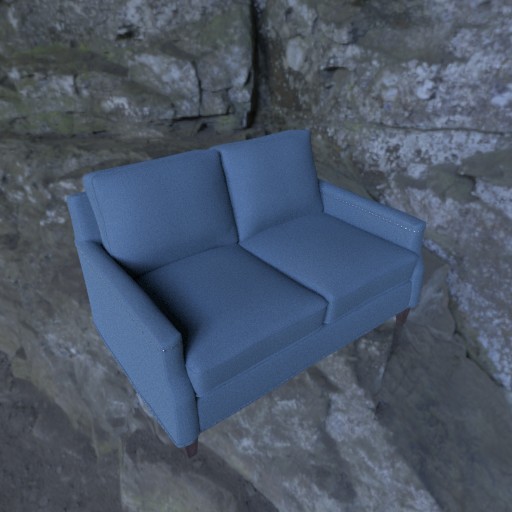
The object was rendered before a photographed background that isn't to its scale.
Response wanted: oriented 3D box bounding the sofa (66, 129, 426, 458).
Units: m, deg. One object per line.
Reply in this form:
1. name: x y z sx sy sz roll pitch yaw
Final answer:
1. sofa: 0.000 0.000 2.339 1.597 1.003 1.084 -21 37 -31
